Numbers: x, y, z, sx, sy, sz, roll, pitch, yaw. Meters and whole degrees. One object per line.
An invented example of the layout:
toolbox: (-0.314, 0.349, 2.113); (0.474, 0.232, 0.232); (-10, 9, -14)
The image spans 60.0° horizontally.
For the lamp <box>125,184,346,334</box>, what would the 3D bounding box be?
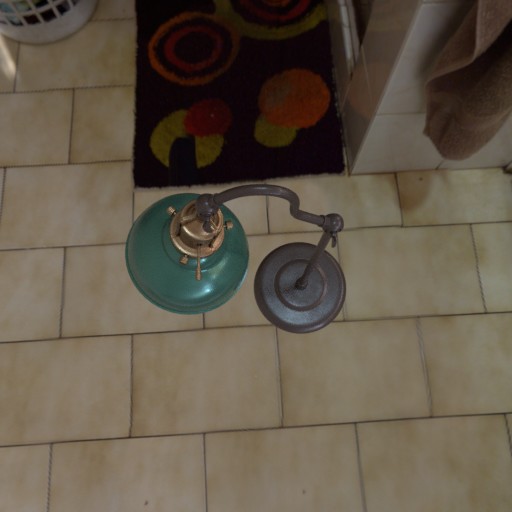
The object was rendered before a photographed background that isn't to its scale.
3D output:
lamp: (0.000, 0.000, 0.677); (0.374, 0.508, 0.192); (-1, 75, 0)
